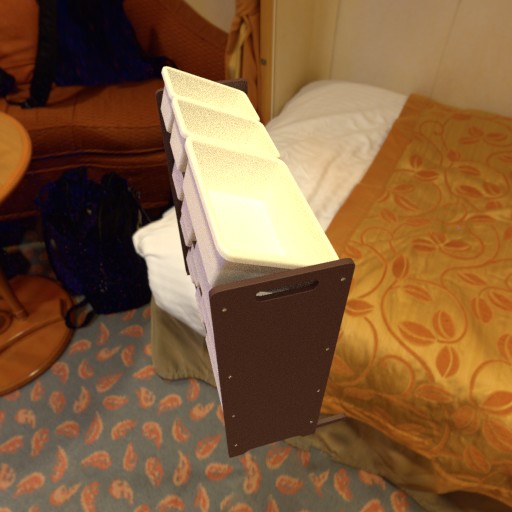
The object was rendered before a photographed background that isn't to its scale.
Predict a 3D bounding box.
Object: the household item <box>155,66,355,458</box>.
[{"bbox_3d":[0.000,0.000,1.316,0.389,0.864,0.787,-12,48,-11],"label":"household item"}]
